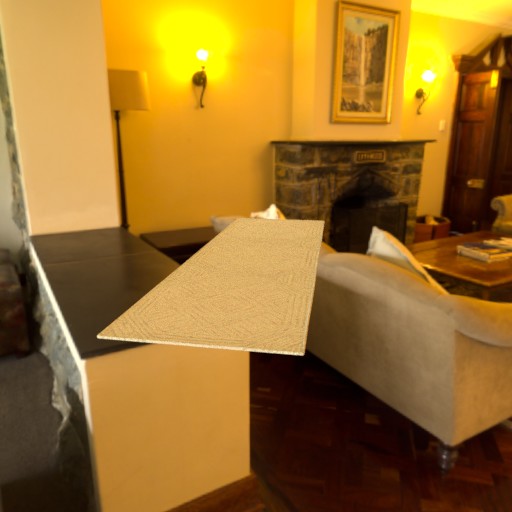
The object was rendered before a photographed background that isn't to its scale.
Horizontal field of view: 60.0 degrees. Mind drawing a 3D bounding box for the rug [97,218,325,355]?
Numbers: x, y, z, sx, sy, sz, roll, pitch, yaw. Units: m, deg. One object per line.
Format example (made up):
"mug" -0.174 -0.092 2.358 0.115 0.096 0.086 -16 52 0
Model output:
"rug" 0.000 0.000 2.741 0.775 0.012 2.452 3 15 10
